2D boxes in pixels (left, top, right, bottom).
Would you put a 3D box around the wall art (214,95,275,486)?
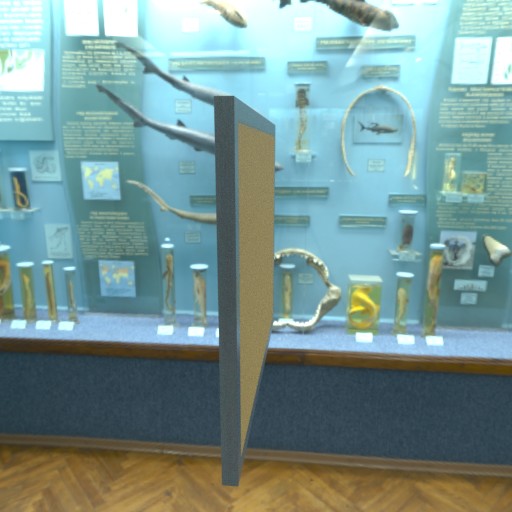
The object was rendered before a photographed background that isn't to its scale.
[{"bbox_3d":[0.000,0.000,0.923,0.026,0.558,0.660,2,14,7],"label":"wall art"}]
